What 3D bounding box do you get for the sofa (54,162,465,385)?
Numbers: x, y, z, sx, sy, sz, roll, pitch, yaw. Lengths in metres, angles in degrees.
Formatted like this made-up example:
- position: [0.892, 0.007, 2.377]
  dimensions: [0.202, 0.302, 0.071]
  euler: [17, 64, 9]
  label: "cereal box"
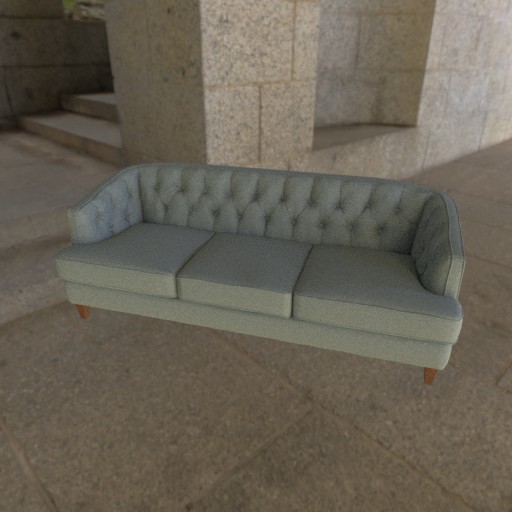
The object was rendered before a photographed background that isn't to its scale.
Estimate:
- position: [0.000, 0.000, 2.726]
  dimensions: [2.278, 0.855, 0.941]
  euler: [8, 27, 15]
  label: "sofa"
